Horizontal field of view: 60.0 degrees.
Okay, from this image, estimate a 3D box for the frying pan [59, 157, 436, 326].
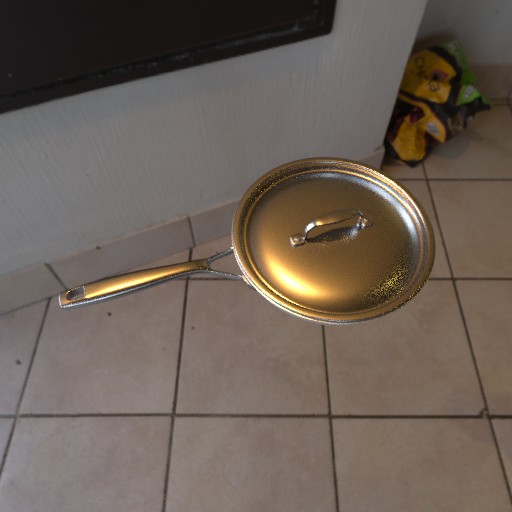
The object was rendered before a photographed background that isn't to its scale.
[{"bbox_3d":[0.000,0.000,0.588,0.490,0.086,0.272,-15,59,-10],"label":"frying pan"}]
